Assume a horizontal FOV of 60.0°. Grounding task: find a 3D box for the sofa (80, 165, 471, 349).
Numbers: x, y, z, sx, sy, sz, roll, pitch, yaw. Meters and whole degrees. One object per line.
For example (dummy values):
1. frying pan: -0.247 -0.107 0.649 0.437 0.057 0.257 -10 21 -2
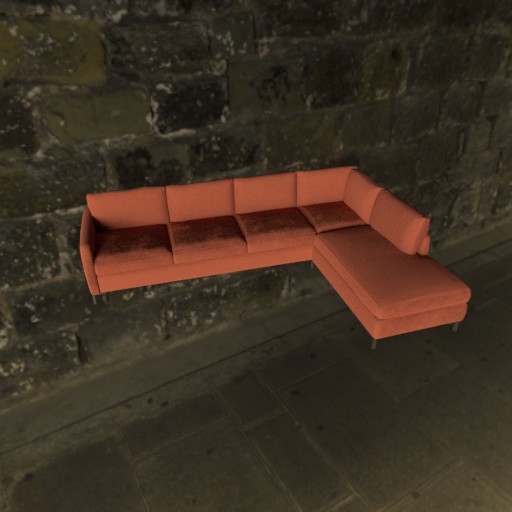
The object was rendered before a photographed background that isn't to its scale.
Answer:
1. sofa: 0.000 0.000 3.630 2.736 0.757 1.879 -9 32 -14
